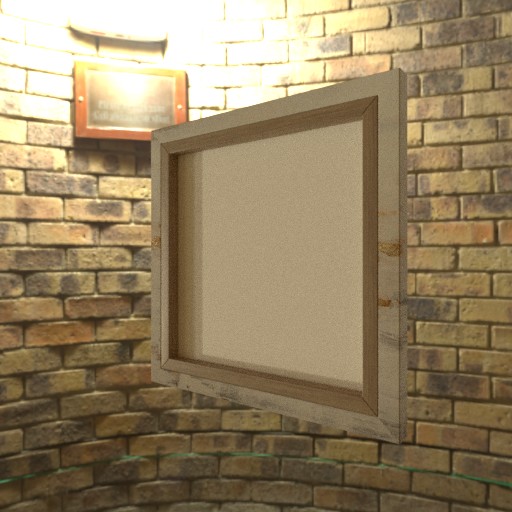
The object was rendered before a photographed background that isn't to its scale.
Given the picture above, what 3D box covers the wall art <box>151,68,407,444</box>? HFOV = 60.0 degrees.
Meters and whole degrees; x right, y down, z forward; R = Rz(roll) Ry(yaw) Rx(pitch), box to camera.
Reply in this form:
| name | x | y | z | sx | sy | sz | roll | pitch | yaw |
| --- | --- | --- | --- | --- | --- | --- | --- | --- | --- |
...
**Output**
| name | x | y | z | sx | sy | sz | roll | pitch | yaw |
| --- | --- | --- | --- | --- | --- | --- | --- | --- | --- |
| wall art | 0.000 | 0.000 | 0.917 | 0.611 | 0.613 | 0.040 | 0 | 0 | 37 |
